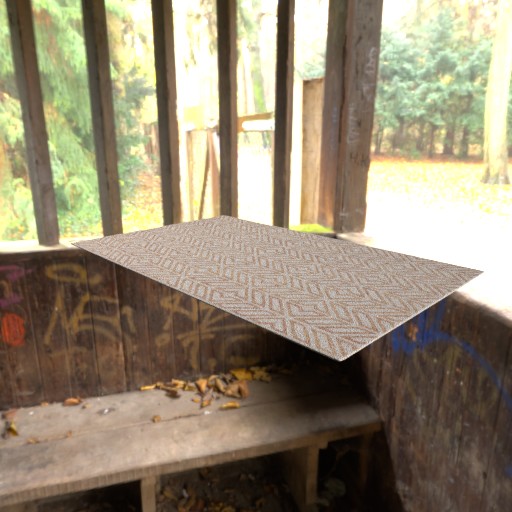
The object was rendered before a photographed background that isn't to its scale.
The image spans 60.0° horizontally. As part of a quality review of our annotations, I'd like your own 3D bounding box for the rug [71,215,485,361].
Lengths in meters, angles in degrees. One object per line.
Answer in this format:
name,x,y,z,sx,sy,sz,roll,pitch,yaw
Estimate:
rug,0.000,0.000,3.009,1.523,0.008,2.438,-16,23,-42
